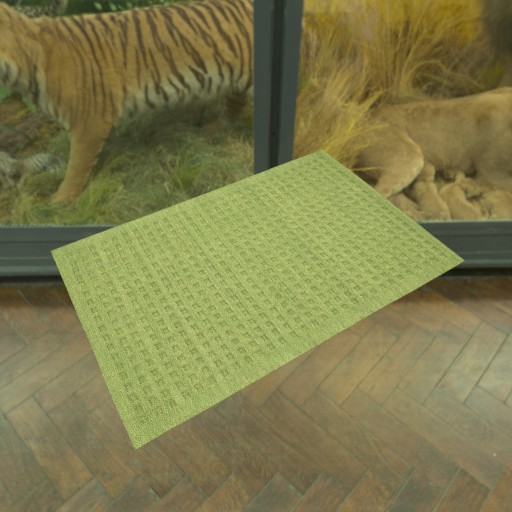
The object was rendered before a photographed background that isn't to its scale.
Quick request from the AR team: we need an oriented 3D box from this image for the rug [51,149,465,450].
[{"bbox_3d":[0.000,0.000,2.943,2.297,0.007,1.529,-24,52,-21],"label":"rug"}]
